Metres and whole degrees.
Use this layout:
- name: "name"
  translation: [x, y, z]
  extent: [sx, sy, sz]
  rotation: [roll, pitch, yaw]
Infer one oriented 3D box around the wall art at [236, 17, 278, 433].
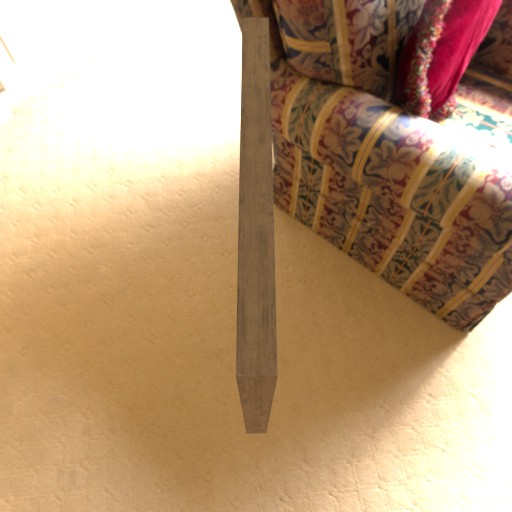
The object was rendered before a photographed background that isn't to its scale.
- name: "wall art"
  translation: [0.000, 0.000, 0.745]
  extent: [0.038, 0.508, 0.508]
  rotation: [0, 63, 0]
